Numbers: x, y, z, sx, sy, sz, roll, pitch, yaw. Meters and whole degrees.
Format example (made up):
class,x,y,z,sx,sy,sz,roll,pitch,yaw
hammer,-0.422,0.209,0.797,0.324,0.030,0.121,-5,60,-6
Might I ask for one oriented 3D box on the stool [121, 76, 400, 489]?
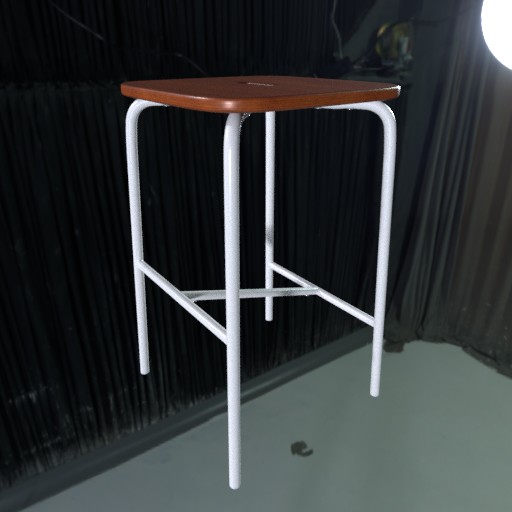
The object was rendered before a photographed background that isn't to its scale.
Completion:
class,x,y,z,sx,sy,sz,roll,pitch,yaw
stool,0.000,0.000,0.839,0.376,0.610,0.376,-18,30,-33
